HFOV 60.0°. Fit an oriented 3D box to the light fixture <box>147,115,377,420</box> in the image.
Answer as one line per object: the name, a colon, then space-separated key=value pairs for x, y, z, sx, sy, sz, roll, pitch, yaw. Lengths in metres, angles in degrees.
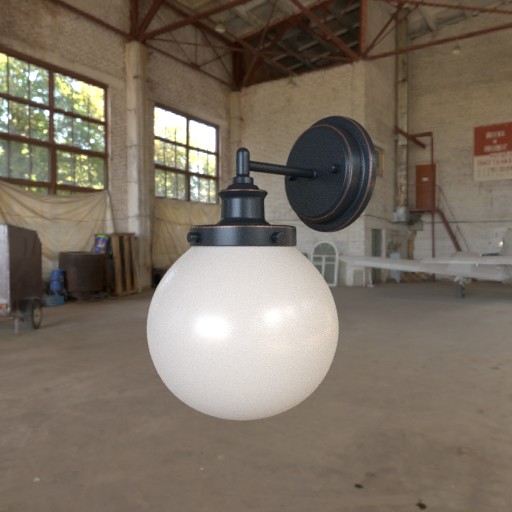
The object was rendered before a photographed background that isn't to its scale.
light fixture: x=0.000 y=0.000 z=0.474 sx=0.230 sy=0.332 sz=0.197 roll=-1 pitch=1 yaw=-36
